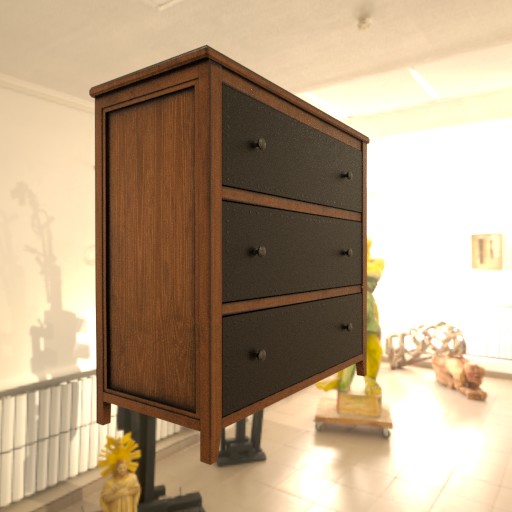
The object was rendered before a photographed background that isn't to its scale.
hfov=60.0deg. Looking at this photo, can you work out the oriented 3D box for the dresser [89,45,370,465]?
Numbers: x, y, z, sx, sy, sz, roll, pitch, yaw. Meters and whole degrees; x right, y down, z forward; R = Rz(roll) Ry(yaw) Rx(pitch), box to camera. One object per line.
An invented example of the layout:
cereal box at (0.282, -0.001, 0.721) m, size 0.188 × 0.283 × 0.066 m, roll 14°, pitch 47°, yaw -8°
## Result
dresser at (0.000, 0.000, 1.943) m, size 0.591 × 1.224 × 1.250 m, roll 0°, pitch 0°, yaw 36°
